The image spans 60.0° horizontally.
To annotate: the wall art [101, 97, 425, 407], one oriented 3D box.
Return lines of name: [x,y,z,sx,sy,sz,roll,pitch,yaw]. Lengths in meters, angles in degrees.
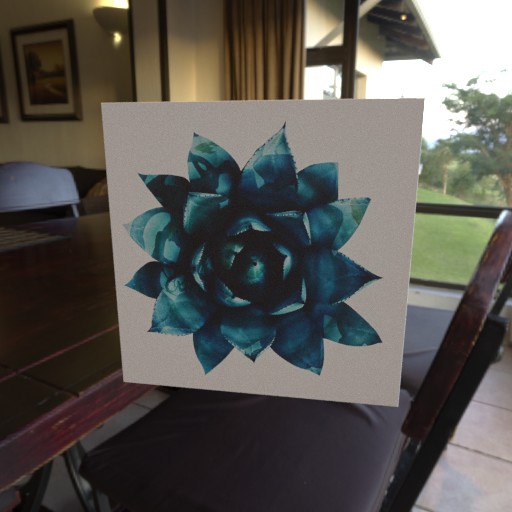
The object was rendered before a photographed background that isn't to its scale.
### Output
wall art: [0.000,0.000,0.616,0.406,0.406,0.038,2,14,9]
